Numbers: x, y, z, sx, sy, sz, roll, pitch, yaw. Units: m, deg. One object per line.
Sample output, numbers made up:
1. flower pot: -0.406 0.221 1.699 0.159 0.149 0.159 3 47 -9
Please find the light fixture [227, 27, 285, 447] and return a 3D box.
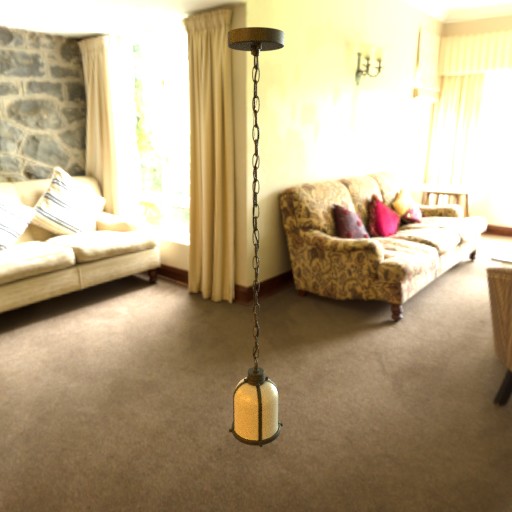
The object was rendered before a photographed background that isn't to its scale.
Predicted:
1. light fixture: 0.000 0.000 1.292 0.178 1.181 0.178 -3 16 -10
